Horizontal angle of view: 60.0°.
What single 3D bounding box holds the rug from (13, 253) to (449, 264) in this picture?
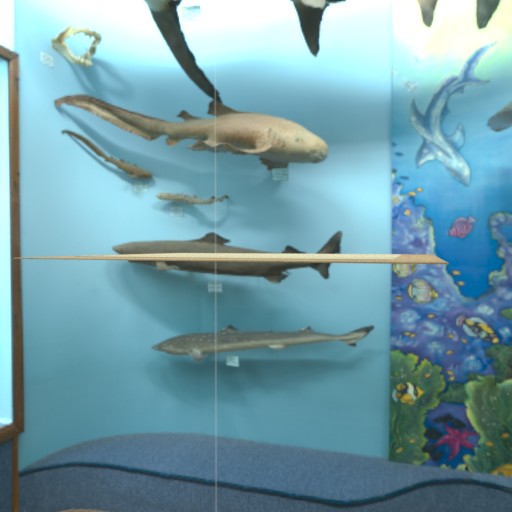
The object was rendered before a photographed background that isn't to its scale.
[{"bbox_3d":[0.000,0.000,4.006,3.048,0.014,2.438,0,1,20],"label":"rug"}]
